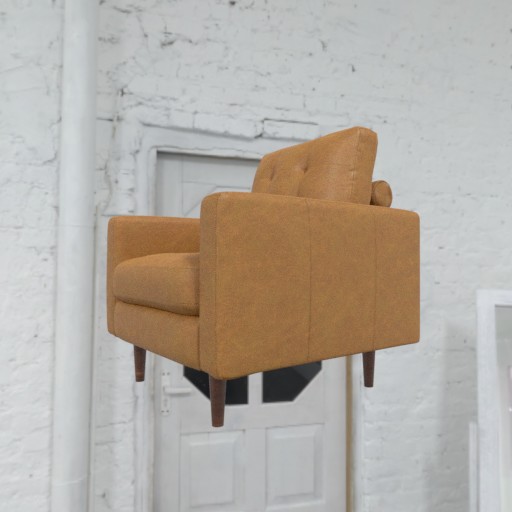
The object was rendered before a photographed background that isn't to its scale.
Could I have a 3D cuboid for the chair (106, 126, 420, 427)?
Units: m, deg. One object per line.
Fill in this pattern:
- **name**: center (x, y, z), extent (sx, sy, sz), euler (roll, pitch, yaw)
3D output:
- **chair**: center (0.000, 0.000, 1.575), extent (0.868, 0.896, 0.831), euler (0, -1, -36)
